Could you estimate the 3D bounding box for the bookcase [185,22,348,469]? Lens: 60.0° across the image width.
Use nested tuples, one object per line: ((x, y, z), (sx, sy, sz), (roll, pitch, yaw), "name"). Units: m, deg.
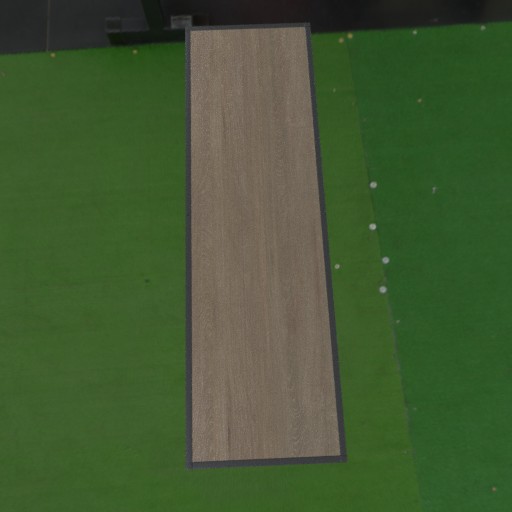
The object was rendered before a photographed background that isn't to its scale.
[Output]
((0.000, 0.000, 1.476), (0.350, 0.780, 1.140), (-2, 75, -1), "bookcase")
